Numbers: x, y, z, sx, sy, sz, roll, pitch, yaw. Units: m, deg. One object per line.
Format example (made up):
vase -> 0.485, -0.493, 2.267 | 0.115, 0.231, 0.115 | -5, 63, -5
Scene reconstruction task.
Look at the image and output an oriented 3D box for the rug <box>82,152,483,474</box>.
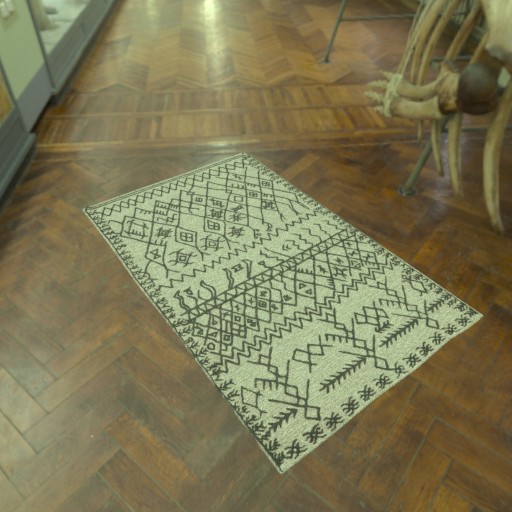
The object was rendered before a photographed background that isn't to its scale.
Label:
rug -> 0.000, 0.000, 4.703 | 2.393, 0.019, 3.824 | -26, 48, -26
